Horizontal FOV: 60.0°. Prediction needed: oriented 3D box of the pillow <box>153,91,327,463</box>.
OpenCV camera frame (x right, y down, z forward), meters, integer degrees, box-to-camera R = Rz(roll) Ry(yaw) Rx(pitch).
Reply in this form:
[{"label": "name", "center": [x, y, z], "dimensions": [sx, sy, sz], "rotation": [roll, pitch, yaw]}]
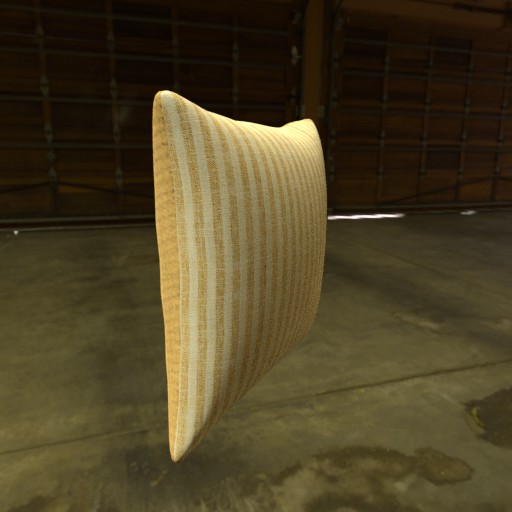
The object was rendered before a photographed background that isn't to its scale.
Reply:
[{"label": "pillow", "center": [0.000, 0.000, 0.642], "dimensions": [0.173, 0.407, 0.419], "rotation": [6, 14, 26]}]
